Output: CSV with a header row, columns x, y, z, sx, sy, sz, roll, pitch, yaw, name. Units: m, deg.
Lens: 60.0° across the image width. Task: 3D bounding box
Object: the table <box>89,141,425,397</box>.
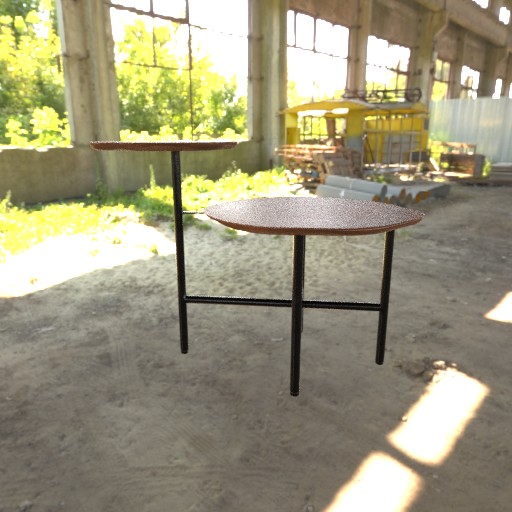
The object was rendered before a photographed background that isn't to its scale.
x,y,z,sx,sy,sz,roll,pitch,yaw,name
0.000,0.000,1.079,0.759,0.538,0.442,2,15,7,table
